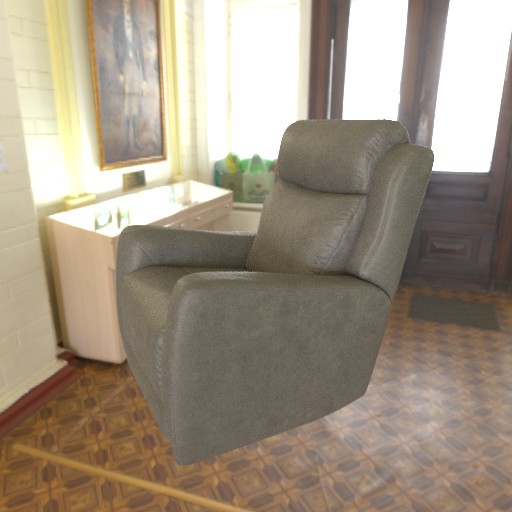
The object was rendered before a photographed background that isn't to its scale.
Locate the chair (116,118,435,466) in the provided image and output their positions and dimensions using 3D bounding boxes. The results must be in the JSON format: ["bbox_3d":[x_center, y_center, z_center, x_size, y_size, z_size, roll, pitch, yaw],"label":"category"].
[{"bbox_3d":[0.000,0.000,1.885,1.068,1.116,0.965,-8,18,-25],"label":"chair"}]
